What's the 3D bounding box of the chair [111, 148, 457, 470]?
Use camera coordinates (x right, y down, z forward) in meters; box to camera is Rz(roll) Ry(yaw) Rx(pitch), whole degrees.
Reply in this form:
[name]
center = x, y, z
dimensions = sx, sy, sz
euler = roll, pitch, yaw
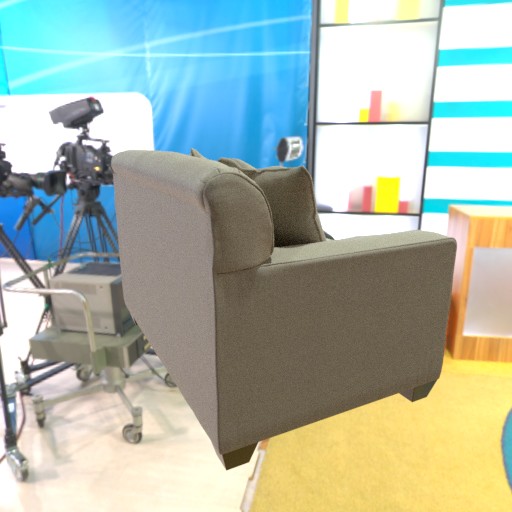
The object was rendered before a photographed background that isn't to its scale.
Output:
[chair]
center = 0.000, 0.000, 2.006
dimensions = 1.000, 0.948, 1.383
euler = -8, 17, -26
